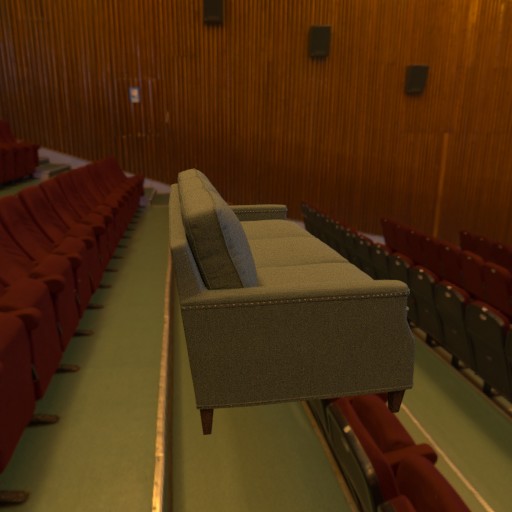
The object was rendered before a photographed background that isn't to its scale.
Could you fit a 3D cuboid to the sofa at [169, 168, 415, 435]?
[{"bbox_3d":[0.000,0.000,2.890,1.084,1.003,2.246,-3,16,-10],"label":"sofa"}]
